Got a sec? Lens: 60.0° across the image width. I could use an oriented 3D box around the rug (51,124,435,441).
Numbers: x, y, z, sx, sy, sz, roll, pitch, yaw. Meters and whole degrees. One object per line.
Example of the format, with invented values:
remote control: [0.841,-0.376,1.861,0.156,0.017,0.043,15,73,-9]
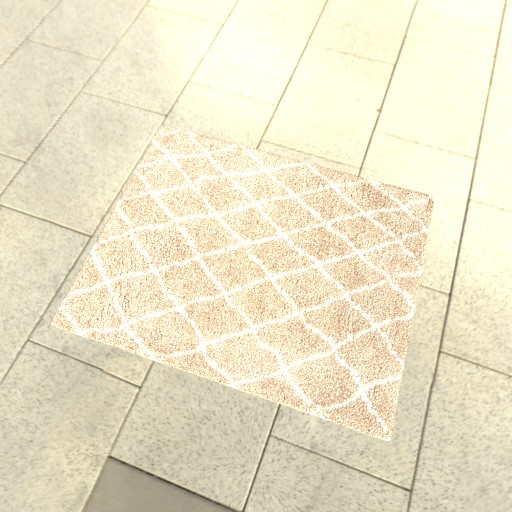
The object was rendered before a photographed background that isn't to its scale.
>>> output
rug: [0.000,0.000,4.224,3.047,0.029,2.438,17,65,8]
